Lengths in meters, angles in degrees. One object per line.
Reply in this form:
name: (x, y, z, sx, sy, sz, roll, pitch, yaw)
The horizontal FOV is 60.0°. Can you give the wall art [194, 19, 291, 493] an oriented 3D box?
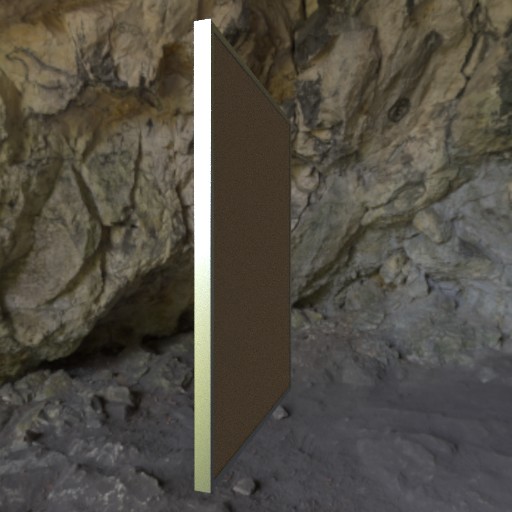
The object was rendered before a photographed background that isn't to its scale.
wall art: (0.000, 0.000, 1.382, 0.041, 1.062, 0.803, 0, 0, 18)
